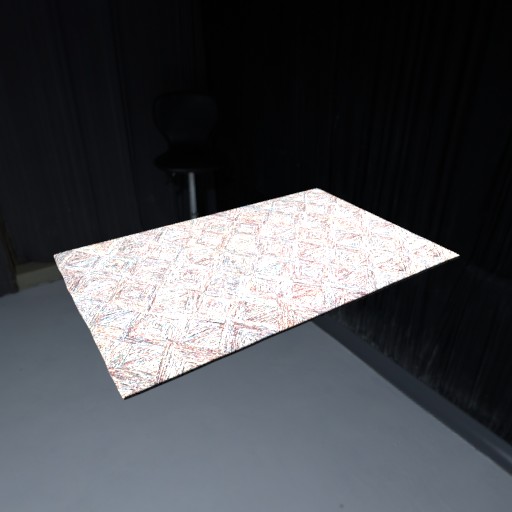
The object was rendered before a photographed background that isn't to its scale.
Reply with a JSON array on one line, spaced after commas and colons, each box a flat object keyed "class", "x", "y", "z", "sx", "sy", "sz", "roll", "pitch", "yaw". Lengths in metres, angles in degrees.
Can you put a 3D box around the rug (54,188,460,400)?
[{"class": "rug", "x": 0.000, "y": 0.000, "z": 2.269, "sx": 1.761, "sy": 0.014, "sz": 1.143, "roll": -18, "pitch": 34, "yaw": -28}]
